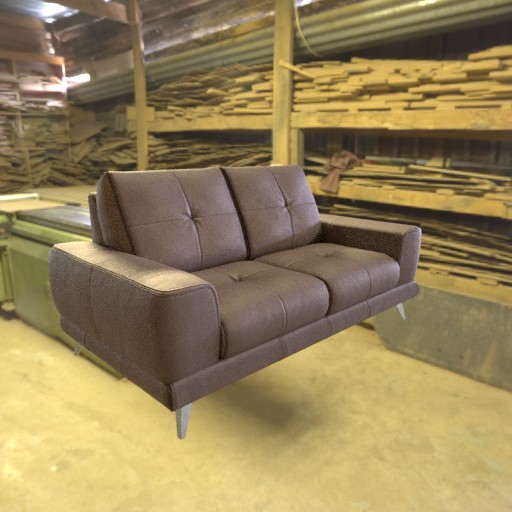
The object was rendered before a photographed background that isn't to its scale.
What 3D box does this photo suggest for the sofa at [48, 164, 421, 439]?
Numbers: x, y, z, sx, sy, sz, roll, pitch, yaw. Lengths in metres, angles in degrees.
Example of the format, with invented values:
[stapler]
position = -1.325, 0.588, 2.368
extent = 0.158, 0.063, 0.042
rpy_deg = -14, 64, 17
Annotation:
[sofa]
position = 0.000, 0.000, 2.338
extent = 1.806, 0.907, 1.018
rpy_deg = -13, 19, -43
